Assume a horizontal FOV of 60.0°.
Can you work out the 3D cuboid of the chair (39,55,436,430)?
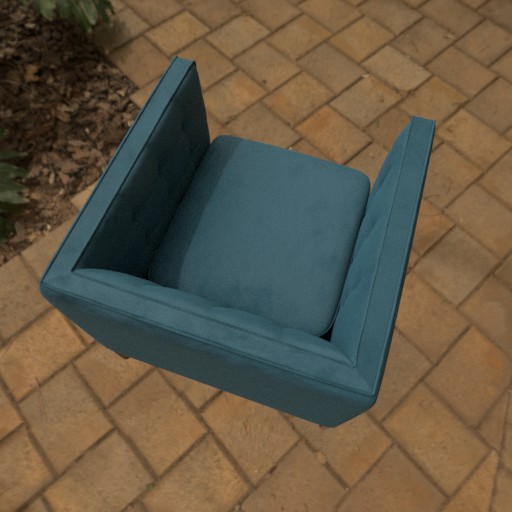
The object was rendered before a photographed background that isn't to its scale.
[{"bbox_3d":[0.000,0.000,1.546,0.880,0.790,0.894,17,65,8],"label":"chair"}]
